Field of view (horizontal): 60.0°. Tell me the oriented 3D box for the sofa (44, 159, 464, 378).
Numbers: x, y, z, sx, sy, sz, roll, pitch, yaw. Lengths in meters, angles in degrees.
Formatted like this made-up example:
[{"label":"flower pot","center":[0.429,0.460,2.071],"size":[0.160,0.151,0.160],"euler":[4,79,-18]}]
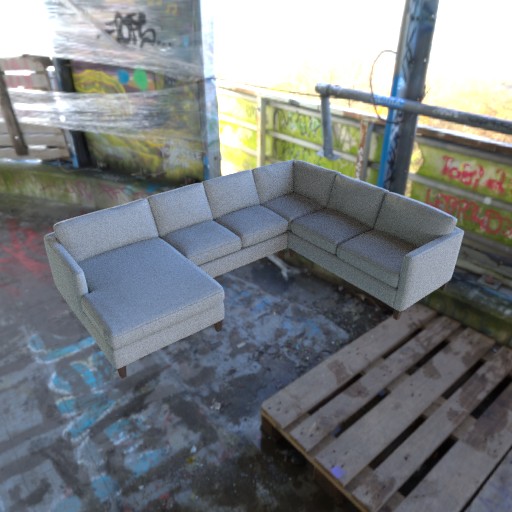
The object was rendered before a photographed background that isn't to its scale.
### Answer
[{"label":"sofa","center":[0.000,0.000,4.590],"size":[3.460,0.959,2.593],"euler":[-22,37,-32]}]
